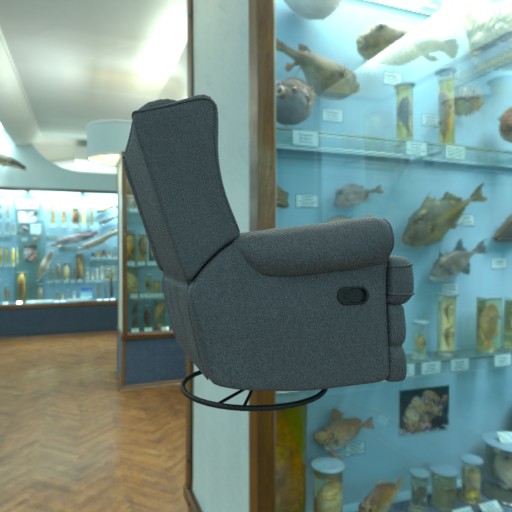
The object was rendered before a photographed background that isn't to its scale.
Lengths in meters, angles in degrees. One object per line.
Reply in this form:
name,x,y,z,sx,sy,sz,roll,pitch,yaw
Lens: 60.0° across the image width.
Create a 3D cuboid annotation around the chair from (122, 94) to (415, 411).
chair,0.000,0.000,1.724,0.969,1.011,0.847,0,1,-19
